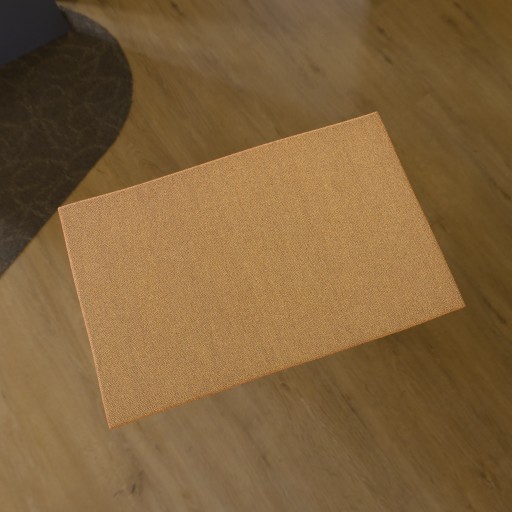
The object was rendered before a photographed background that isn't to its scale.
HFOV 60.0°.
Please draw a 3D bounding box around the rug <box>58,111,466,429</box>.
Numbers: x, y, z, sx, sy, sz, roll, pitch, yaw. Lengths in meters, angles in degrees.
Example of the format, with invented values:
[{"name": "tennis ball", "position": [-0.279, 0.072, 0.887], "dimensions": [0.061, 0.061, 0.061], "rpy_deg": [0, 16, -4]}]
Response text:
[{"name": "rug", "position": [0.000, 0.000, 2.091], "dimensions": [1.678, 0.013, 1.078], "rpy_deg": [-18, 76, -5]}]
